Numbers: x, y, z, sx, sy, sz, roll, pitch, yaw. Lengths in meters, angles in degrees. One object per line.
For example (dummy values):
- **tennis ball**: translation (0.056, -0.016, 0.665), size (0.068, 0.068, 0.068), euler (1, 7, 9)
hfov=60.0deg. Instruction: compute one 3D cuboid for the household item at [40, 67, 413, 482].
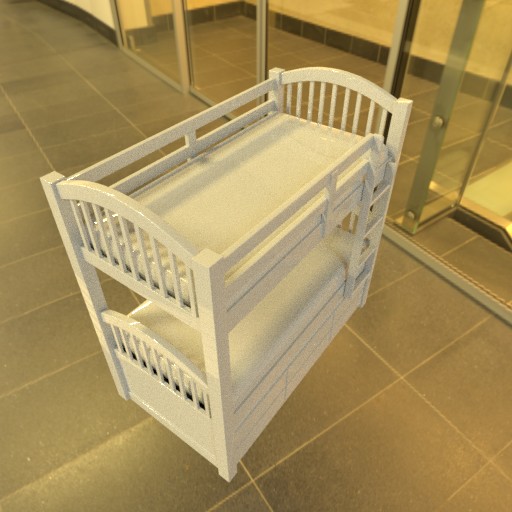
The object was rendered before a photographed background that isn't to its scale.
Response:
- **household item**: translation (0.000, 0.000, 3.138), size (1.143, 2.032, 2.032), euler (26, 47, 27)
